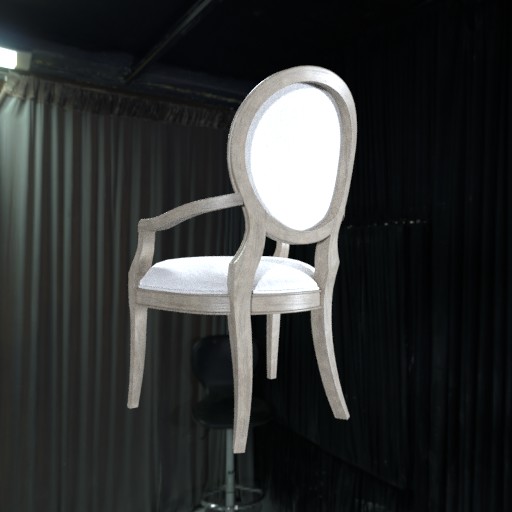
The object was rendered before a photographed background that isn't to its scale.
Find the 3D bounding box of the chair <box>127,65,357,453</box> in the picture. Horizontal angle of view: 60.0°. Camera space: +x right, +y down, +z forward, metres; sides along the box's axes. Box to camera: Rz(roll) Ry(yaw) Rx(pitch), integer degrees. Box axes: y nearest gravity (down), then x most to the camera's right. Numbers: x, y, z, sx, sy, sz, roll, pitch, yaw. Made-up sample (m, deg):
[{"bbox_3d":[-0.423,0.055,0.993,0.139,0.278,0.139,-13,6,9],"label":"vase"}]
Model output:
[{"bbox_3d":[0.000,0.000,1.390,0.611,0.991,0.602,0,0,-36],"label":"chair"}]
